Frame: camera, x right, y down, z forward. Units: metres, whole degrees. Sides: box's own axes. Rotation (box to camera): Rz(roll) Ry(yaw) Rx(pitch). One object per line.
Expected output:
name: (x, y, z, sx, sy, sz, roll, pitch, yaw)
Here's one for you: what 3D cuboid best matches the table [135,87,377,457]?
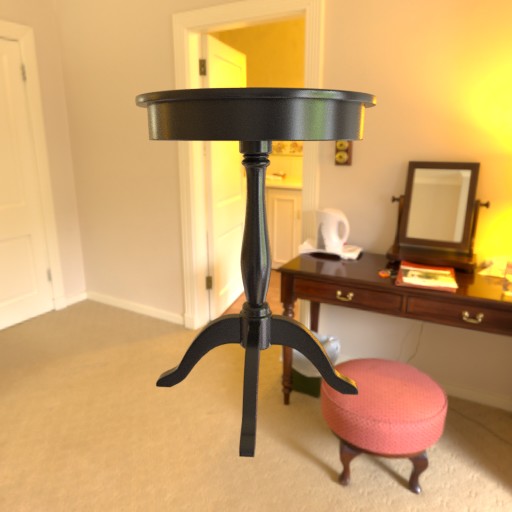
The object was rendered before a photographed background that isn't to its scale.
table: (0.000, 0.000, 0.992, 0.481, 0.665, 0.481, 0, 15, 0)
